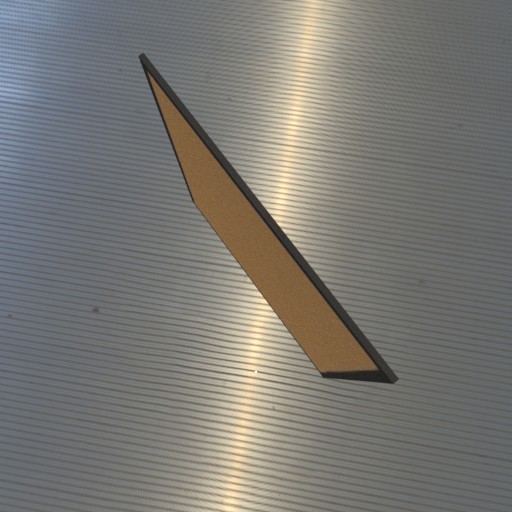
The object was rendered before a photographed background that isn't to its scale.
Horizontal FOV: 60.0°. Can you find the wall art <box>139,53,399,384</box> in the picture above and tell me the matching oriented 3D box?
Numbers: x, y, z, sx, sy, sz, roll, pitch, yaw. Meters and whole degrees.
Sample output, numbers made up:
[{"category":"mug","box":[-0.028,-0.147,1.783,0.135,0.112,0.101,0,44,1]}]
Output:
[{"category":"wall art","box":[0.000,0.000,1.250,0.013,0.823,0.823,-35,78,-9]}]
